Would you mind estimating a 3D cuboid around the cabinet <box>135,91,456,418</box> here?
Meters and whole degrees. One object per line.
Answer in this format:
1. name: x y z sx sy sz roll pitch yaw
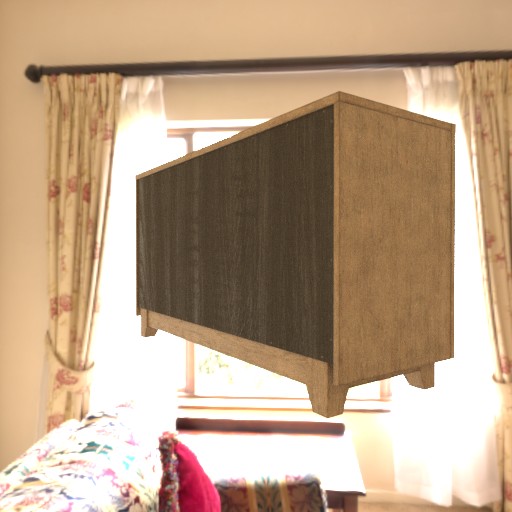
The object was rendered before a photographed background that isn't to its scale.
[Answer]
1. cabinet: 0.000 0.000 1.836 0.511 0.825 1.460 0 1 -35
